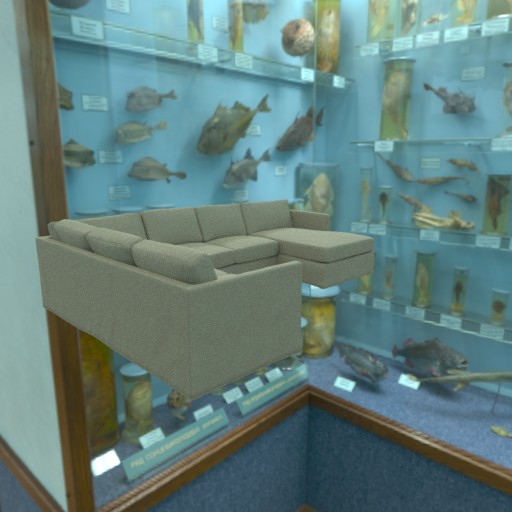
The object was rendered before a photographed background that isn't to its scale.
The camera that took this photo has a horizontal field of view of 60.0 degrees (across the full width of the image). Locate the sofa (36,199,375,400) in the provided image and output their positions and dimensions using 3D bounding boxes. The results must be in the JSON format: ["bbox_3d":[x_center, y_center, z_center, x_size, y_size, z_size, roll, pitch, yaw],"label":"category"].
[{"bbox_3d":[0.000,0.000,4.555,3.460,0.882,2.427,-12,17,-44],"label":"sofa"}]
